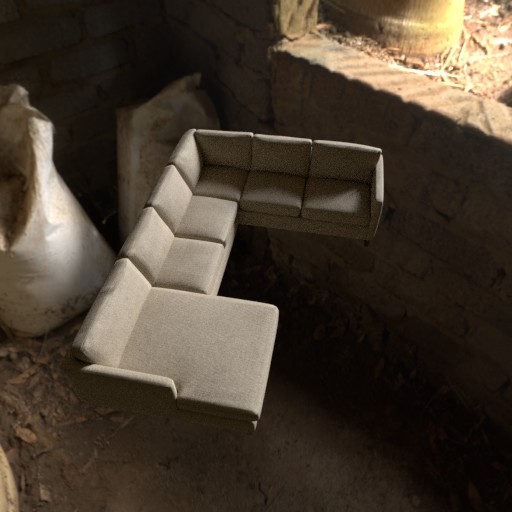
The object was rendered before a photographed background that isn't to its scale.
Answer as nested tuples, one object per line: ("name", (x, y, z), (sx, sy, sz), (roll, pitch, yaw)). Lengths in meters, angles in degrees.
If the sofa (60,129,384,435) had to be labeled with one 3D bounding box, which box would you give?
("sofa", (0.000, 0.000, 4.664), (2.593, 0.959, 3.460), (8, 48, 7))
